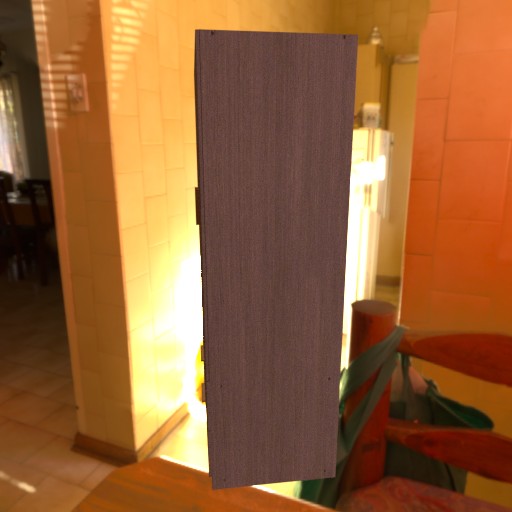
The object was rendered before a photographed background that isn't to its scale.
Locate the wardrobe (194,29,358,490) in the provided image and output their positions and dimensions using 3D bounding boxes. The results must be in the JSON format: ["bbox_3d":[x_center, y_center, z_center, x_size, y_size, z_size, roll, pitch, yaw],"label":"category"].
[{"bbox_3d":[0.000,0.000,2.190,0.577,1.808,0.991,-2,14,-8],"label":"wardrobe"}]
